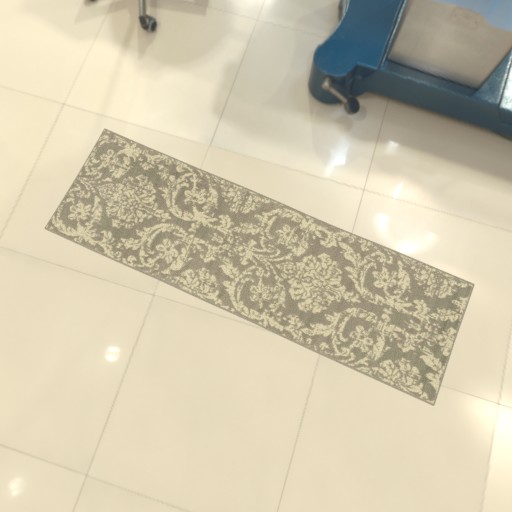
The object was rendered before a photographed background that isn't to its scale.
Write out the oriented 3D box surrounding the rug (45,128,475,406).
[{"bbox_3d":[0.000,0.000,2.340,2.196,0.011,0.662,24,77,6],"label":"rug"}]
